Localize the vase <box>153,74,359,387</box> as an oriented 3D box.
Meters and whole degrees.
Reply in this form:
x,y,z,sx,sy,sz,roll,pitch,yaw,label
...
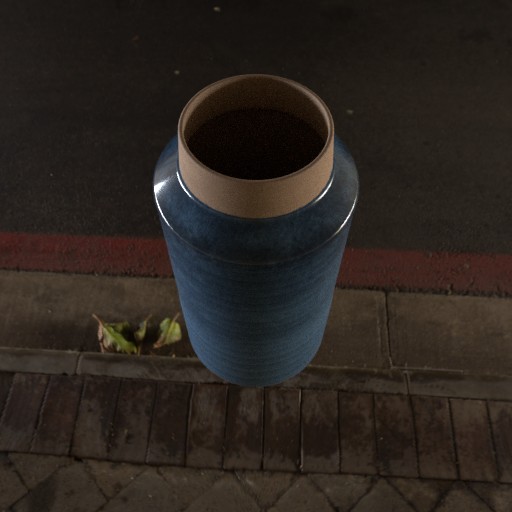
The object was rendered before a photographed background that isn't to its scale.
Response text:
x,y,z,sx,sy,sz,roll,pitch,yaw,label
0.000,0.000,0.408,0.163,0.316,0.163,0,59,0,vase
